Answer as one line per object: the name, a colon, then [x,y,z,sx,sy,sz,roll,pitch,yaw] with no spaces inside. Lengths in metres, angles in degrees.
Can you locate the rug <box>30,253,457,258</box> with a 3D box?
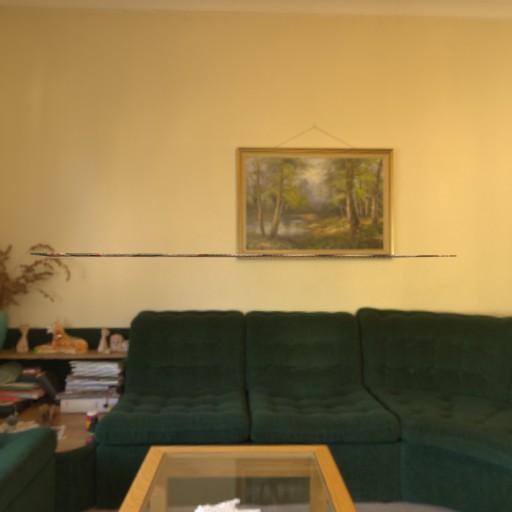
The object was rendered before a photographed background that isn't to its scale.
rug: [0.000,0.000,2.778,2.440,0.009,0.760,0,-1,-19]
